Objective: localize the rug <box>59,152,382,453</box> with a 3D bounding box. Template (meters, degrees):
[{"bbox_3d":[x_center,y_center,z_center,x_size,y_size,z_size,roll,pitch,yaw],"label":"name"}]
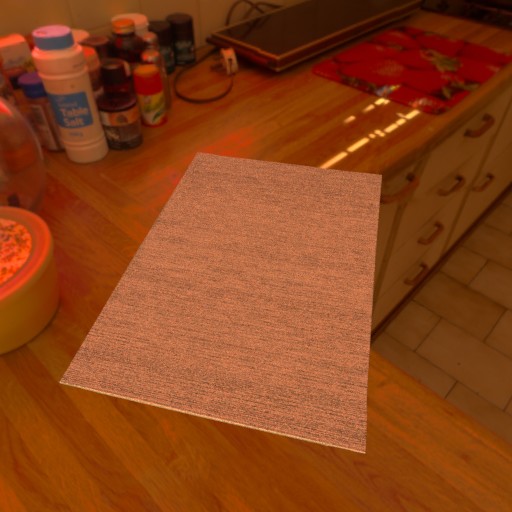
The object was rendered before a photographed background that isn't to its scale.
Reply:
[{"bbox_3d":[0.000,0.000,3.028,1.616,0.030,2.338,10,46,9],"label":"rug"}]
